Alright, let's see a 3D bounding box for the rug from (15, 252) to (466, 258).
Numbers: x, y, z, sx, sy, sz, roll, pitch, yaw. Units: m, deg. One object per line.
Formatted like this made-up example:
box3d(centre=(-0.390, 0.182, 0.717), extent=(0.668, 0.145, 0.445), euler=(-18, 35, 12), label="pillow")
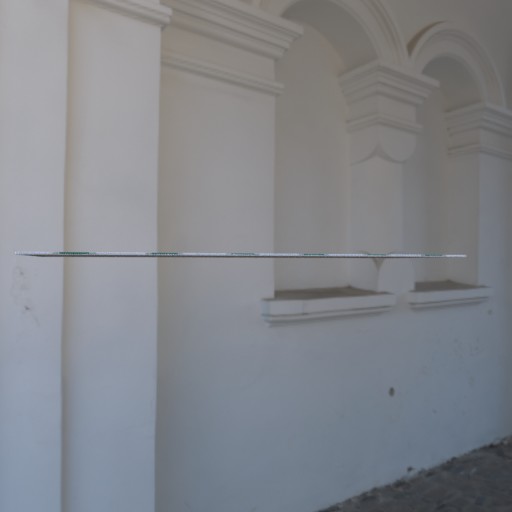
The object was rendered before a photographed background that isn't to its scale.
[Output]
box3d(centre=(0.000, 0.000, 2.650), extent=(2.438, 0.012, 0.768), euler=(0, -1, -19), label="rug")
